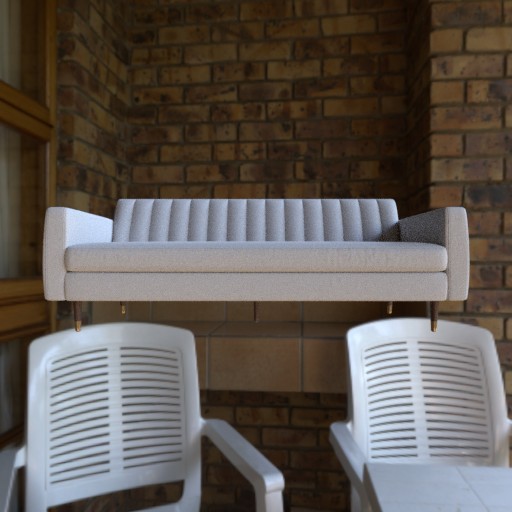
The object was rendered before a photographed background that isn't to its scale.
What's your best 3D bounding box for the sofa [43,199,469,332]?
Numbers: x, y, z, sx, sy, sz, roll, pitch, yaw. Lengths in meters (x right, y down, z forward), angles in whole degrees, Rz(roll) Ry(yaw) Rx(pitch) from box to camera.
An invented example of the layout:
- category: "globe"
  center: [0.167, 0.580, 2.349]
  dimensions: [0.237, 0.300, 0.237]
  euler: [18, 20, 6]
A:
- category: "sofa"
  center: [0.000, 0.000, 2.780]
  dimensions: [2.291, 0.821, 0.990]
  euler: [0, 0, 0]
